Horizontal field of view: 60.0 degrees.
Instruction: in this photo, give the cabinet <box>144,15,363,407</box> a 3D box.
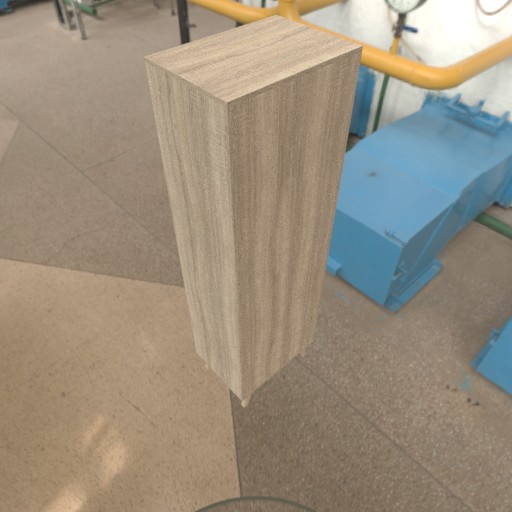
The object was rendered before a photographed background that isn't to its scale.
[{"bbox_3d":[0.000,0.000,2.059,0.570,1.850,0.400,-33,54,-28],"label":"cabinet"}]
